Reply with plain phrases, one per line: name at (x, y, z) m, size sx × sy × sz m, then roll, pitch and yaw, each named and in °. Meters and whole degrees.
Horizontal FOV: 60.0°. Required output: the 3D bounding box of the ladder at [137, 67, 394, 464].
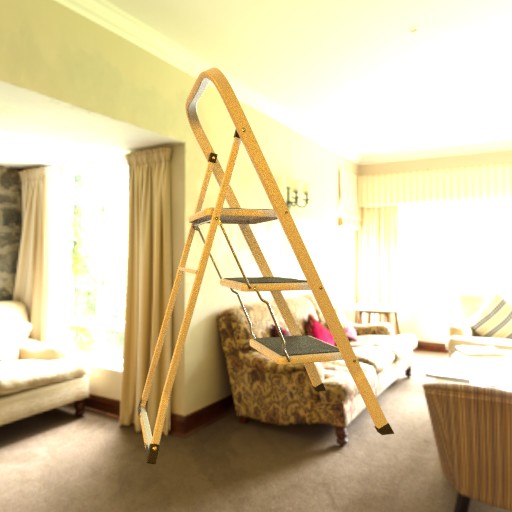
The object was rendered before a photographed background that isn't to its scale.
ladder at (0.000, 0.000, 1.414) m, size 0.711 × 1.050 × 0.460 m, roll 0°, pitch 0°, yaw -18°
